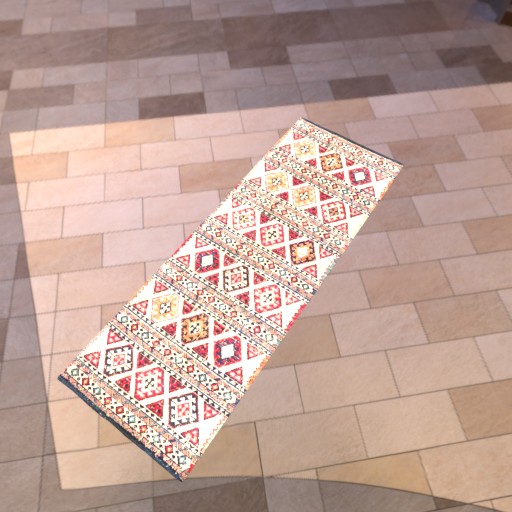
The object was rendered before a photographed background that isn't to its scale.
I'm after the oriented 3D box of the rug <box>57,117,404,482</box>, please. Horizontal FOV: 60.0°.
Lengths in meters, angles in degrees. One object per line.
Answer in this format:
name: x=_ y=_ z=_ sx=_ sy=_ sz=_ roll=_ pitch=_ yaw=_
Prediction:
rug: x=0.000 y=0.000 z=2.634 sx=0.832 sy=0.008 sz=2.362 roll=31 pitch=63 yaw=17
